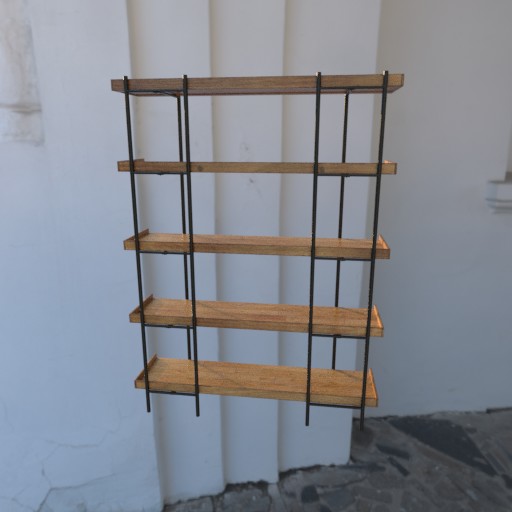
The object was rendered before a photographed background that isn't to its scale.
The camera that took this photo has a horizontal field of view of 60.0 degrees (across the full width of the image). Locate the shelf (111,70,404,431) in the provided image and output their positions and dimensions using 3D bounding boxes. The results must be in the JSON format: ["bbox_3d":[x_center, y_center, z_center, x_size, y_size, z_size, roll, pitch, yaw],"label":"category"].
[{"bbox_3d":[0.000,0.000,2.441,1.371,1.826,0.379,2,15,8],"label":"shelf"}]
